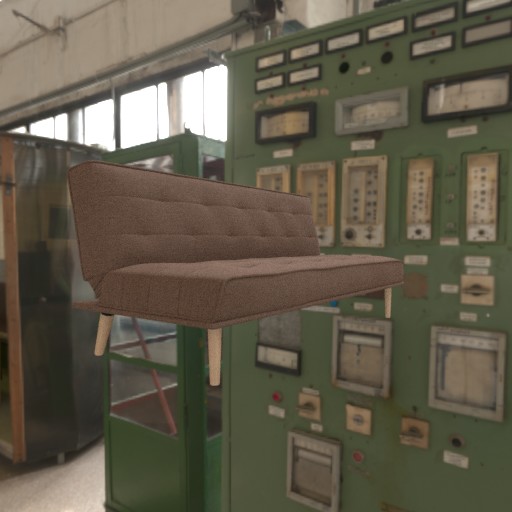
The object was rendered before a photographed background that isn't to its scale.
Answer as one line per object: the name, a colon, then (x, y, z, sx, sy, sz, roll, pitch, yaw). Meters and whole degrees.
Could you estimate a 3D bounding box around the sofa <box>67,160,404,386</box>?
sofa: (0.000, 0.000, 2.381, 1.038, 0.810, 1.820, 1, 2, 36)
